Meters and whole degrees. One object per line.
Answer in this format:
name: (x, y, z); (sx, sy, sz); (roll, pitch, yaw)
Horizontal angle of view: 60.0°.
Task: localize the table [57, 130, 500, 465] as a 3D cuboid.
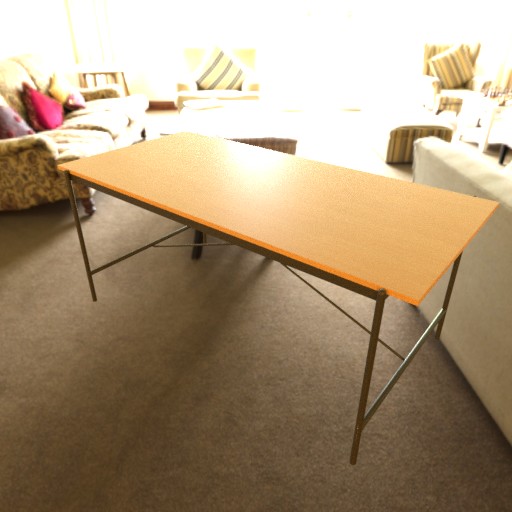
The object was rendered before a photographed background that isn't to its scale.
table: (0.000, 0.000, 2.151); (1.800, 0.758, 0.900); (22, 36, 33)
